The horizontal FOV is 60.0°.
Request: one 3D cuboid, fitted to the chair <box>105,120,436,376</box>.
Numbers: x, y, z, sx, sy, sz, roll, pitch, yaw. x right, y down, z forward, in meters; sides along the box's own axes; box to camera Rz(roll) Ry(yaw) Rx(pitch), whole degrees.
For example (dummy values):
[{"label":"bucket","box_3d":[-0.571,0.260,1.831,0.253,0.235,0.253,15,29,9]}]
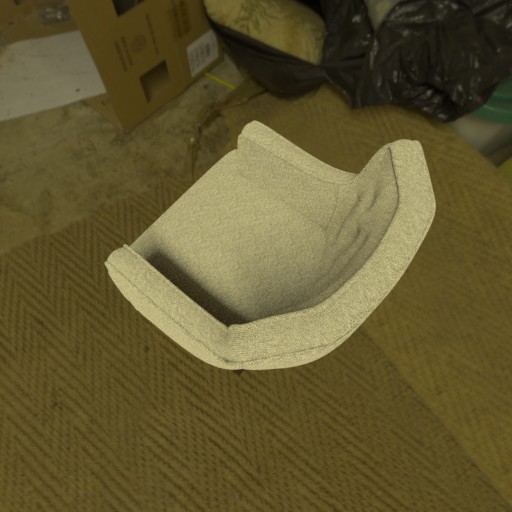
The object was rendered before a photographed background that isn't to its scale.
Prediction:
[{"label":"chair","box_3d":[0.000,0.000,1.643,0.910,0.920,0.820,35,68,16]}]
